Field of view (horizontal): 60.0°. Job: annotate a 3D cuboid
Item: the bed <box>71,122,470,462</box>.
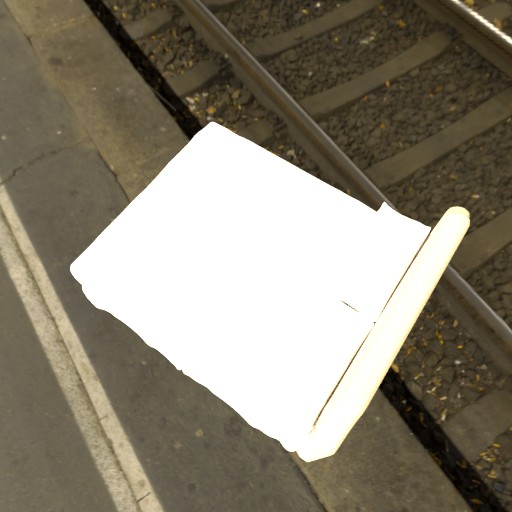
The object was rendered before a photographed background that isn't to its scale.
[{"bbox_3d":[0.000,0.000,3.746,2.548,1.524,2.134,32,68,15],"label":"bed"}]
